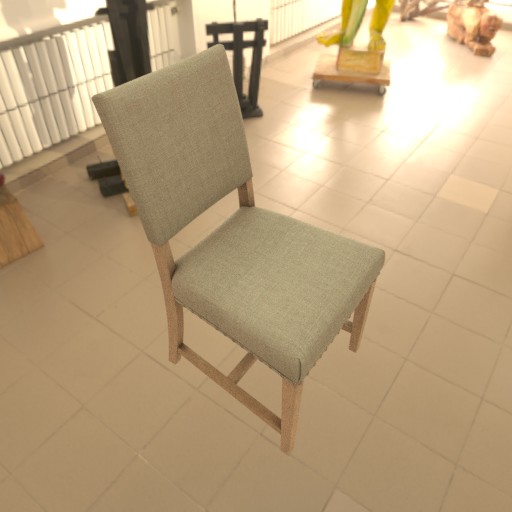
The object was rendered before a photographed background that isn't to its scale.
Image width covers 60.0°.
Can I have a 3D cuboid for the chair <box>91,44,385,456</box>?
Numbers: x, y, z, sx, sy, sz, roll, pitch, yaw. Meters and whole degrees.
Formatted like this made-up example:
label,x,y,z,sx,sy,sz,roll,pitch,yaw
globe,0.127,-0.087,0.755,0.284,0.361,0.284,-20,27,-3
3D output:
label,x,y,z,sx,sy,sz,roll,pitch,yaw
chair,0.000,0.000,1.313,0.622,0.986,0.508,26,48,25
